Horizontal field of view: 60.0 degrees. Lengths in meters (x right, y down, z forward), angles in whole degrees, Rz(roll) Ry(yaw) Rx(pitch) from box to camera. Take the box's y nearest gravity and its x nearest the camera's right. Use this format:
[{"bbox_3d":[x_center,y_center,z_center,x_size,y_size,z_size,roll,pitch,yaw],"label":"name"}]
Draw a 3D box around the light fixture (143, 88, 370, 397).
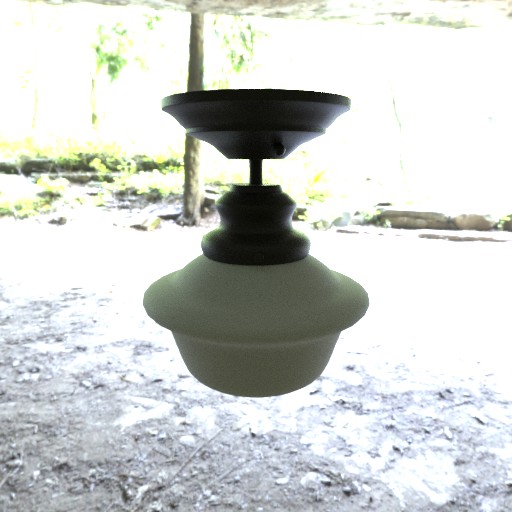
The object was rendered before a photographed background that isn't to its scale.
[{"bbox_3d":[0.000,0.000,0.385,0.197,0.254,0.197,0,13,0],"label":"light fixture"}]
